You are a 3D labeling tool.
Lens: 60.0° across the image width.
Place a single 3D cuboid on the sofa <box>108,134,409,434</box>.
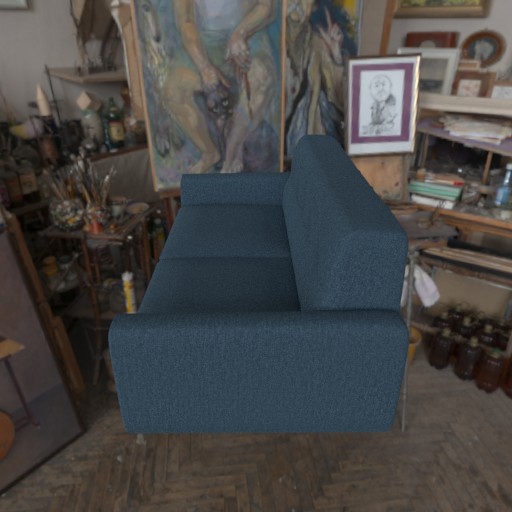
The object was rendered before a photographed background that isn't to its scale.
[{"bbox_3d":[0.000,0.000,2.129,0.942,0.896,1.651,0,27,0],"label":"sofa"}]
